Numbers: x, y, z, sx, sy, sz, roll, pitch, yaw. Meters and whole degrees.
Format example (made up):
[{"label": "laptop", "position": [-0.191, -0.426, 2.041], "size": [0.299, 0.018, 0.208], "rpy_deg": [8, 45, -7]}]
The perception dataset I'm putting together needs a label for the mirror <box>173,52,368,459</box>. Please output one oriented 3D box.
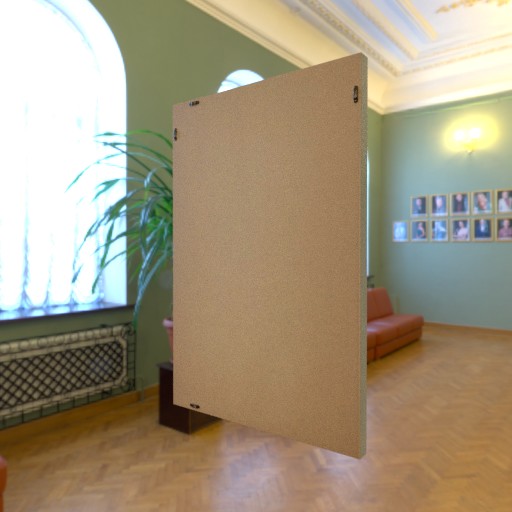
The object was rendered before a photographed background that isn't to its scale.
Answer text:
[{"label": "mirror", "position": [0.000, 0.000, 1.188], "size": [0.609, 0.915, 0.041], "rpy_deg": [1, 1, 37]}]
